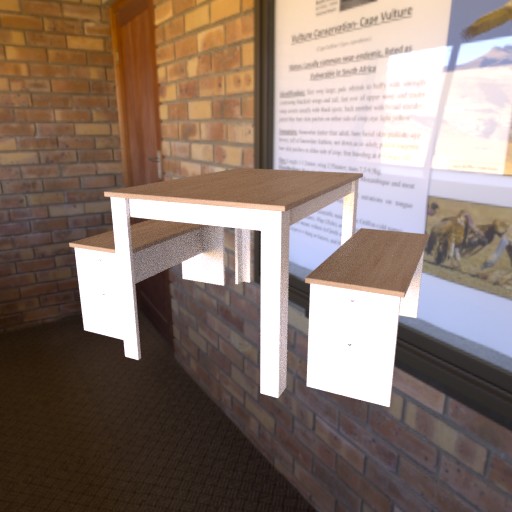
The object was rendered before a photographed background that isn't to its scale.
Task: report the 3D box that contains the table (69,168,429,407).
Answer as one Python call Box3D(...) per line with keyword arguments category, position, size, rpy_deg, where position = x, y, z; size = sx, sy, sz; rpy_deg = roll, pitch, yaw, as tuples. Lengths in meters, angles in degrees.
Box3D(category="table", position=(0.000, 0.000, 2.085), size=(1.443, 0.700, 1.100), rpy_deg=(8, 18, 24))
